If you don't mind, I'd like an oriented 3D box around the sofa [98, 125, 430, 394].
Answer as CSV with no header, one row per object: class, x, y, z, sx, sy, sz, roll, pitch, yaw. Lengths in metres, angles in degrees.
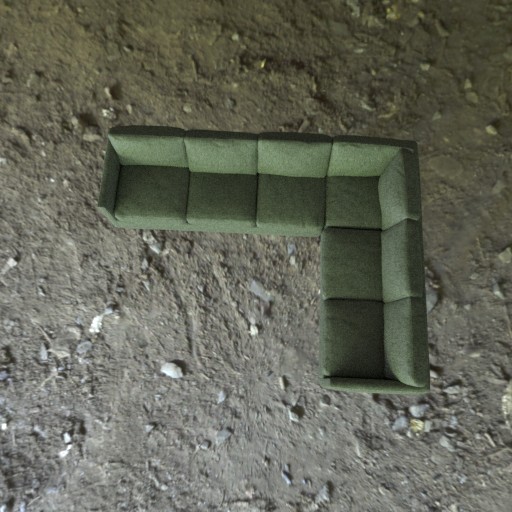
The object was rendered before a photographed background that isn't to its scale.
sofa,0.000,0.000,4.577,3.302,0.947,2.593,3,75,1
